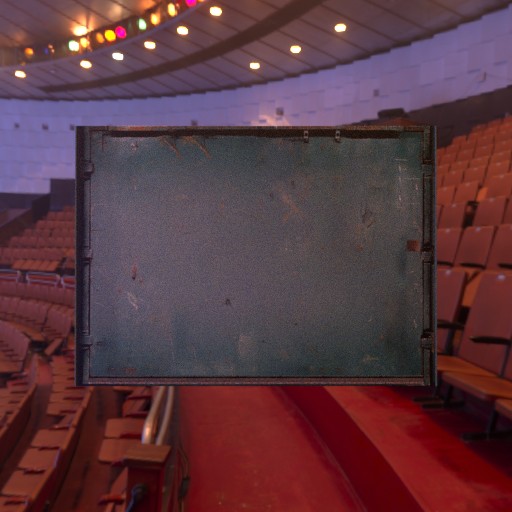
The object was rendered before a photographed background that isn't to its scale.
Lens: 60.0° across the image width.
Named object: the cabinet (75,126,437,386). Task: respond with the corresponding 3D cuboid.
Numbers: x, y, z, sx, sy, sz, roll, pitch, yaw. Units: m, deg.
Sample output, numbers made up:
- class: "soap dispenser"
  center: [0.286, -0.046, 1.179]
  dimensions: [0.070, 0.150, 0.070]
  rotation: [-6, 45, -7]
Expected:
- class: "cabinet"
  center: [0.000, 0.000, 4.017]
  dimensions: [3.001, 2.160, 0.680]
  rotation: [0, 0, 0]
